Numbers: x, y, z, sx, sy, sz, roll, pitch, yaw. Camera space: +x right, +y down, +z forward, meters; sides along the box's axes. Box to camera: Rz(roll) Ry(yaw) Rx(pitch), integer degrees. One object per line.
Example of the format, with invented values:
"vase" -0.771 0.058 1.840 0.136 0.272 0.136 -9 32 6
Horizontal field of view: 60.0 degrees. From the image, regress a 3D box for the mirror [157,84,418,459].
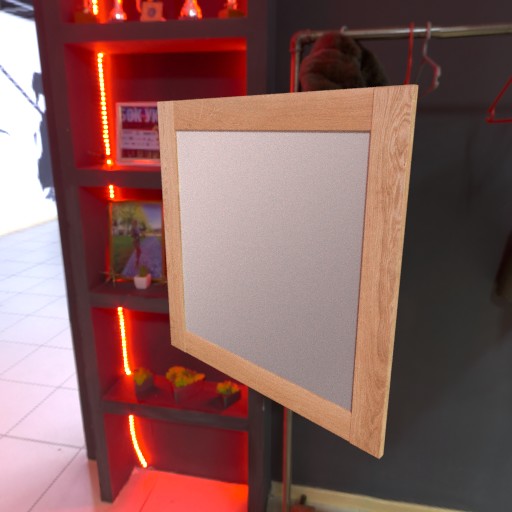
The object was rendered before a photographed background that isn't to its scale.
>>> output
"mirror" 0.000 0.000 1.173 0.800 0.800 0.020 15 22 42
